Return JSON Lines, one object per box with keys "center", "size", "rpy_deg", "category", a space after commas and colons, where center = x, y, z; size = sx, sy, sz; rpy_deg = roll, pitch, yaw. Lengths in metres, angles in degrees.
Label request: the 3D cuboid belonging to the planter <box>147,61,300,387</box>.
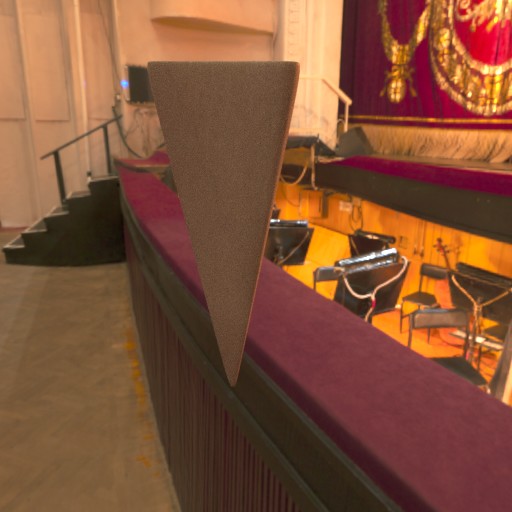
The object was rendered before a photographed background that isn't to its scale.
{"center": [0.000, 0.000, 0.273], "size": [0.101, 0.224, 0.081], "rpy_deg": [-8, 18, -27], "category": "planter"}
